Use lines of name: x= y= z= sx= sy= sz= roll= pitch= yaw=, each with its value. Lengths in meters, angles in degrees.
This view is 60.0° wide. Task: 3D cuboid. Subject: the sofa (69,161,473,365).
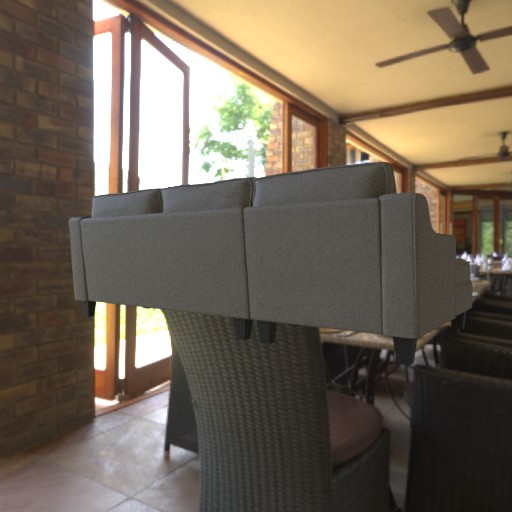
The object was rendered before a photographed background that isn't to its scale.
sofa: x=0.000 y=0.000 z=3.099 sx=2.561 sy=0.928 sz=1.294 roll=1 pitch=1 yaw=36
